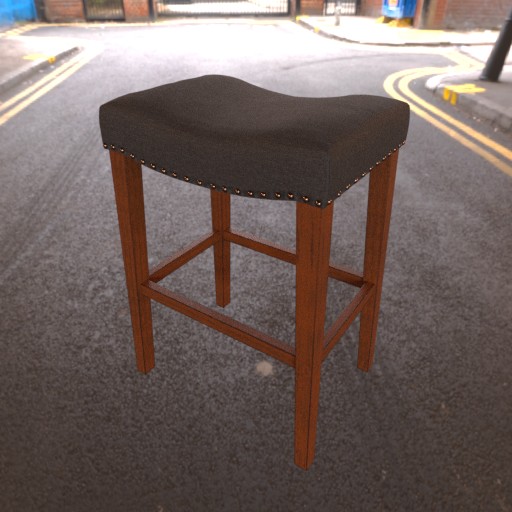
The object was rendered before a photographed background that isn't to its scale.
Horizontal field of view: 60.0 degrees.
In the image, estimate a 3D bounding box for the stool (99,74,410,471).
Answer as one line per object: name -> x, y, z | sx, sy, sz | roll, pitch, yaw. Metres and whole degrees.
stool -> 0.000, 0.000, 0.864 | 0.439, 0.612, 0.320 | 20, 37, 28
